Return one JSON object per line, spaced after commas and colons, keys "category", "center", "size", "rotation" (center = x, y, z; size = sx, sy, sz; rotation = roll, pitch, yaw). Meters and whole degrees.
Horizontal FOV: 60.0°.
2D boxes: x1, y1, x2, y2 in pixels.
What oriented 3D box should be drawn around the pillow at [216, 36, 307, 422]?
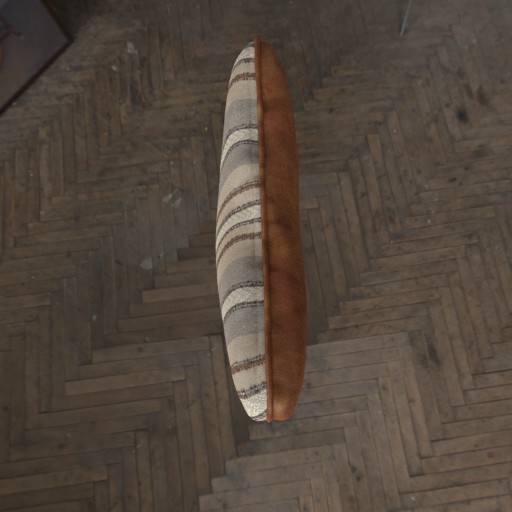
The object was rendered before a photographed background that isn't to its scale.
{"category": "pillow", "center": [0.000, 0.000, 0.745], "size": [0.130, 0.490, 0.489], "rotation": [-2, 75, 0]}
